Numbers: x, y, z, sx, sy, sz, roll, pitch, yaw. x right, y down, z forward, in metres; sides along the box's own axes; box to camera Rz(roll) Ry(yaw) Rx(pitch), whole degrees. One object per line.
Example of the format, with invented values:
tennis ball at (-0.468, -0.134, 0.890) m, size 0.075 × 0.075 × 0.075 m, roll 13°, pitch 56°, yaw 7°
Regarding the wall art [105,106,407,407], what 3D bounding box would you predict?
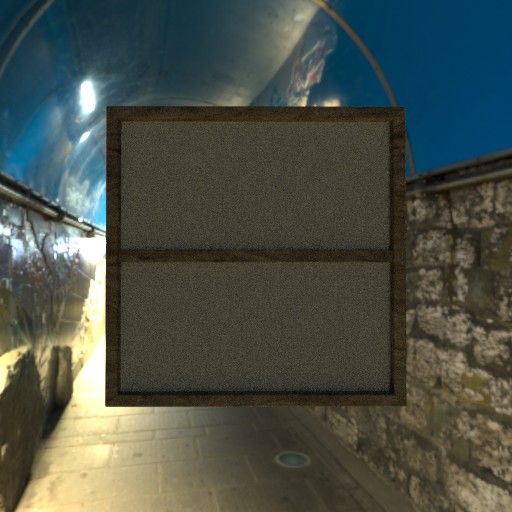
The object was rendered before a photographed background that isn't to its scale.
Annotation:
wall art at (0.000, 0.000, 1.115) m, size 0.747 × 0.747 × 0.035 m, roll 0°, pitch -1°, yaw 0°
